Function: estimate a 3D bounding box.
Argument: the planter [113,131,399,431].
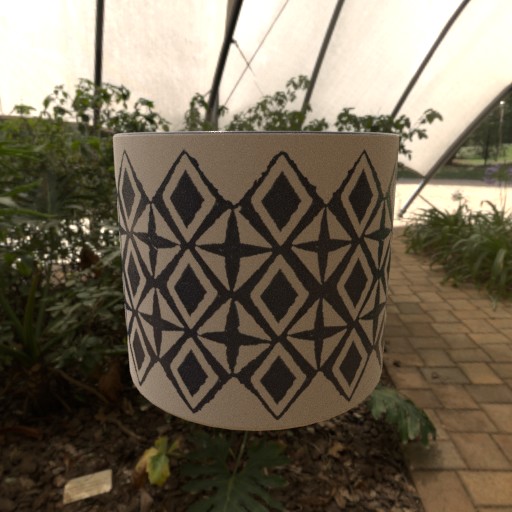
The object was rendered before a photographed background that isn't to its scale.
[{"bbox_3d":[0.000,0.000,0.386,0.224,0.203,0.224,0,14,0],"label":"planter"}]
